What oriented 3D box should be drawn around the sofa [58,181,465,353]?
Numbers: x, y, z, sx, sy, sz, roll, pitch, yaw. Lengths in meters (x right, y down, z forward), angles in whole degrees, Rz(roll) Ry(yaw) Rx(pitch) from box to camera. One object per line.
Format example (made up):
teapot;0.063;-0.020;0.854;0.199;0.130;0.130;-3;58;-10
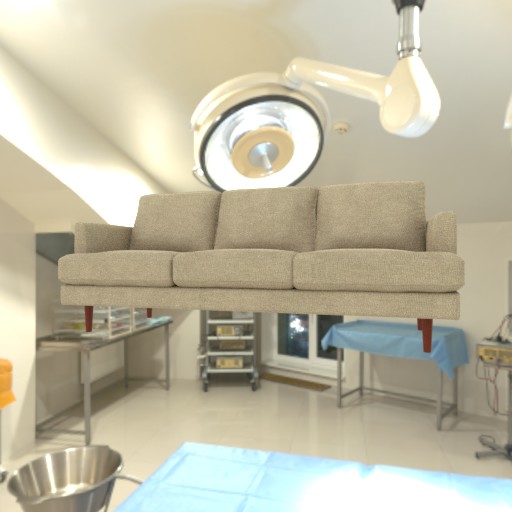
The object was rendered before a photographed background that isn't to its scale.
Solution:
sofa;0.000;0.000;2.731;2.246;0.930;0.903;0;0;18
